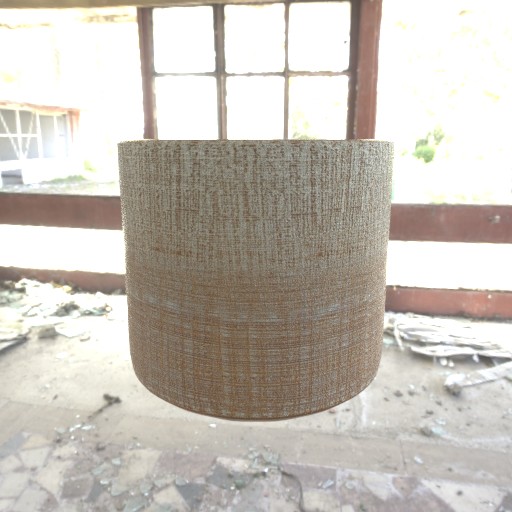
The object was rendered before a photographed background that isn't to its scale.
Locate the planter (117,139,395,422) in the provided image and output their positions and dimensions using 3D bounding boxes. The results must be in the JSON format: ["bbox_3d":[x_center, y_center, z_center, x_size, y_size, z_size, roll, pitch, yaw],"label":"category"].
[{"bbox_3d":[0.000,0.000,0.189,0.109,0.096,0.109,0,15,0],"label":"planter"}]
